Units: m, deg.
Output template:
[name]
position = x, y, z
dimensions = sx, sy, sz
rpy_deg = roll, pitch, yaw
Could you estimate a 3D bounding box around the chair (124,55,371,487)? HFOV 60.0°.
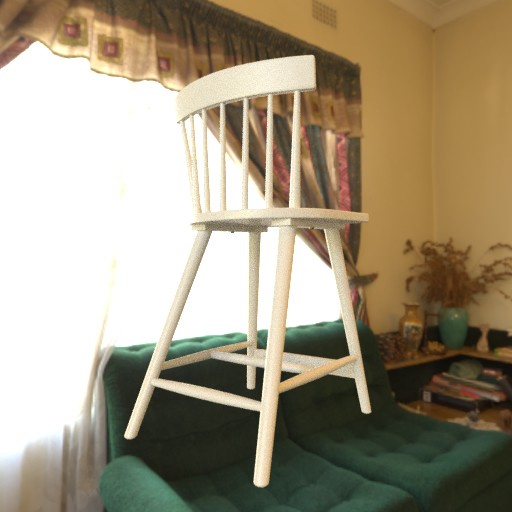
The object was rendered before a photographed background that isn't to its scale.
[chair]
position = 0.000, 0.000, 1.259
dimensions = 0.483, 0.952, 0.572
rpy_deg = -1, -1, 36
